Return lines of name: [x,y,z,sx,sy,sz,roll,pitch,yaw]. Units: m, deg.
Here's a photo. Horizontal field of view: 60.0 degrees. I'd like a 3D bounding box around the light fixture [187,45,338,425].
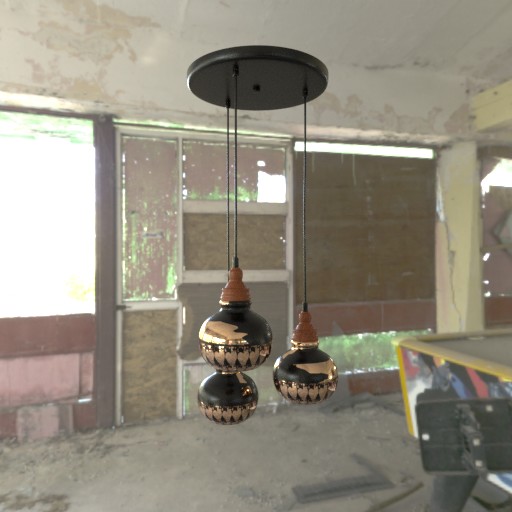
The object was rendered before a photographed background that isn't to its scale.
light fixture: [0.000,0.000,1.738,0.608,1.410,0.605,0,0,18]
